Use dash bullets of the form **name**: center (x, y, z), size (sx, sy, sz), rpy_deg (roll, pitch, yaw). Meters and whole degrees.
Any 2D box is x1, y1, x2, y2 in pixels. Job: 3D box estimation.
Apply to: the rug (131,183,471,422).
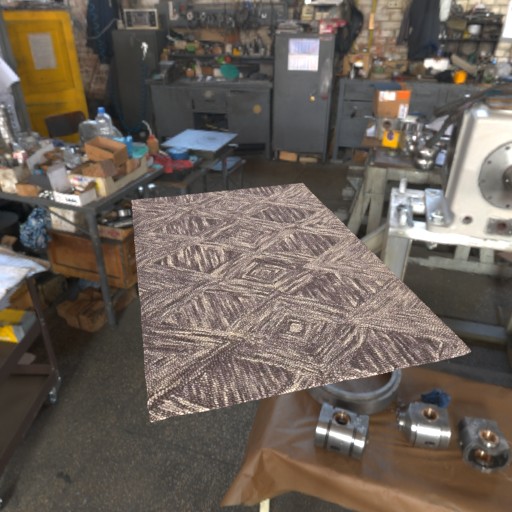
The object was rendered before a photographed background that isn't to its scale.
- **rug**: center (0.000, 0.000, 2.269), size (1.186, 0.012, 1.814), rpy_deg (-8, 31, -13)
